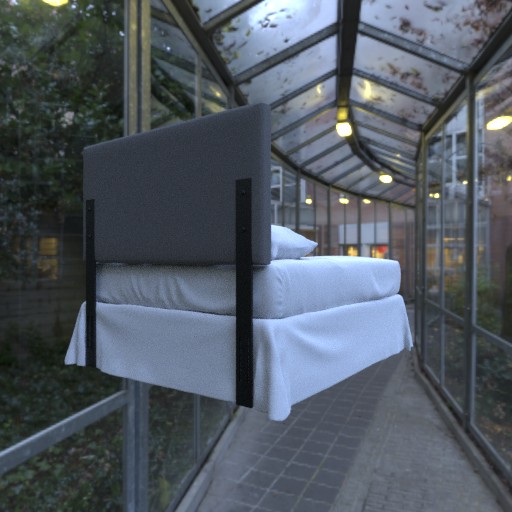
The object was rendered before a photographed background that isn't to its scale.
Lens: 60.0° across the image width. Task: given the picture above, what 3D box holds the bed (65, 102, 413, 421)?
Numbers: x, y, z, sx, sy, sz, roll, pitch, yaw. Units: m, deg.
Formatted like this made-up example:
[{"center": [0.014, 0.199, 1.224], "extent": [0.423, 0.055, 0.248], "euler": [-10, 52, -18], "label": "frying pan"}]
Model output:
[{"center": [0.000, 0.000, 3.543], "extent": [1.936, 1.577, 2.222], "euler": [0, 0, 37], "label": "bed"}]
